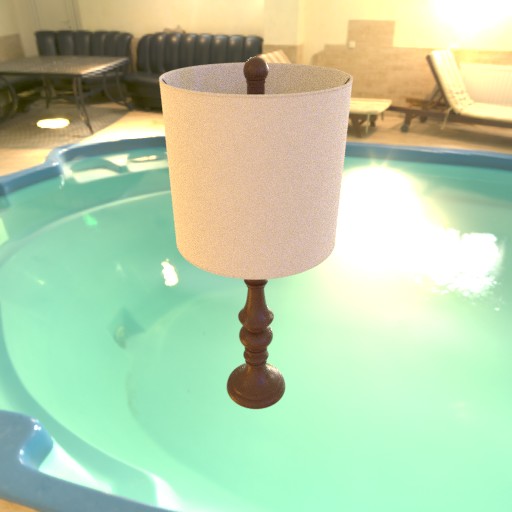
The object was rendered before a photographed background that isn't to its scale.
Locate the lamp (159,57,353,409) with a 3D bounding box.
[{"bbox_3d":[0.000,0.000,0.724,0.250,0.597,0.250,0,31,0],"label":"lamp"}]
